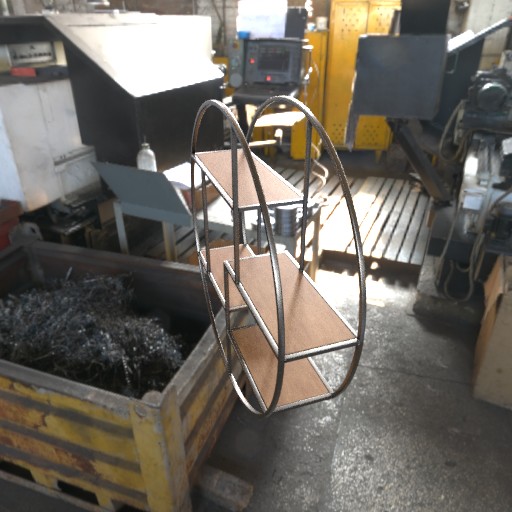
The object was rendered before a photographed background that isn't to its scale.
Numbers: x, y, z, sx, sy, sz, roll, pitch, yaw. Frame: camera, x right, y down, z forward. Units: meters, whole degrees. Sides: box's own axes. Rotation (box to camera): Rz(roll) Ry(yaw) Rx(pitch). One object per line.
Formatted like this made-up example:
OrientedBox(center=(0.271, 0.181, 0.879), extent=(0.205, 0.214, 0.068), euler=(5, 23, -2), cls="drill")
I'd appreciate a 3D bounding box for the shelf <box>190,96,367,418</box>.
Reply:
OrientedBox(center=(0.000, 0.000, 1.320), extent=(0.202, 0.888, 0.888), euler=(-9, 30, -17), cls="shelf")
